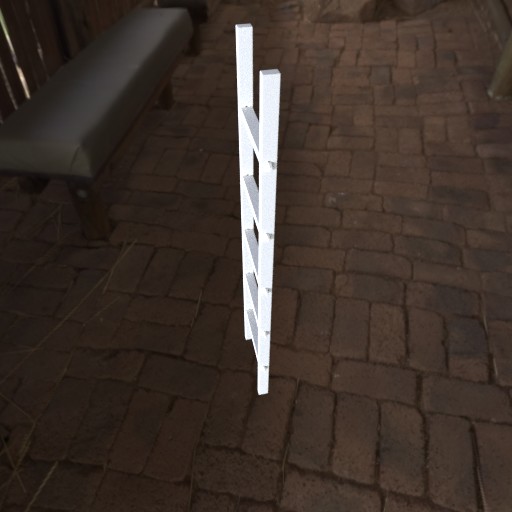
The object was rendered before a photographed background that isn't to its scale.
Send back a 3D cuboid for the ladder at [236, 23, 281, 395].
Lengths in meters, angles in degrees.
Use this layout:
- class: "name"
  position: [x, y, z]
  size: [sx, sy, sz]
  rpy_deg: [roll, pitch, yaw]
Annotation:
- class: "ladder"
  position: [0.000, 0.000, 1.975]
  size: [0.051, 1.797, 0.452]
  rpy_deg: [-9, 46, -8]
